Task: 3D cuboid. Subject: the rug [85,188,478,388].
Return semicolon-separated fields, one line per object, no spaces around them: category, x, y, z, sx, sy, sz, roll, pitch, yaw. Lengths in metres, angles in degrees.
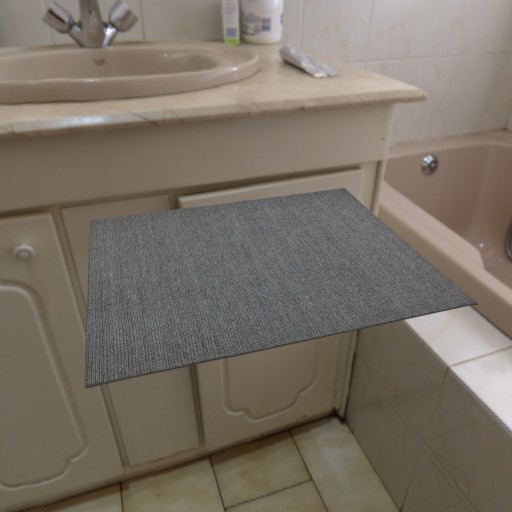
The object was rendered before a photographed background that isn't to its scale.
rug;0.000;0.000;4.239;3.068;0.021;2.456;-9;33;-14
